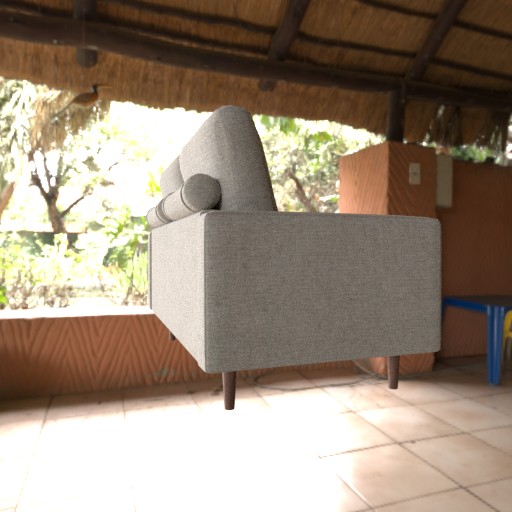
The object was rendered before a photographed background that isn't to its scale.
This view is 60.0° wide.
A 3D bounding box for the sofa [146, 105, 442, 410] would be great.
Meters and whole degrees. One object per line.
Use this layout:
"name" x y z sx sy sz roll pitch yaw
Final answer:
"sofa" 0.000 0.000 1.946 0.842 0.907 1.407 0 1 -20
